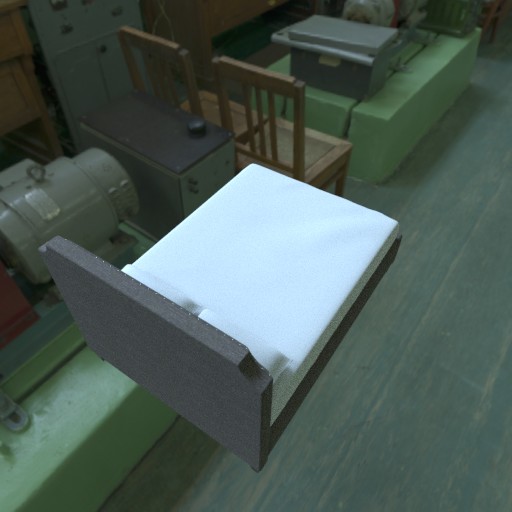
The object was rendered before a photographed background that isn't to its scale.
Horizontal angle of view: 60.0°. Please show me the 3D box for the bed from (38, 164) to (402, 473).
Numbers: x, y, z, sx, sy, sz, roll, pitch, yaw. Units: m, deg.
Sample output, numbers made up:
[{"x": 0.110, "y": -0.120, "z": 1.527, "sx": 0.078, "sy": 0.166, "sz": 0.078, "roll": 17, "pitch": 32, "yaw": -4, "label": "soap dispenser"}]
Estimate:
[{"x": 0.000, "y": 0.000, "z": 3.564, "sx": 1.713, "sy": 1.457, "sz": 2.381, "roll": 27, "pitch": 52, "yaw": 23, "label": "bed"}]
